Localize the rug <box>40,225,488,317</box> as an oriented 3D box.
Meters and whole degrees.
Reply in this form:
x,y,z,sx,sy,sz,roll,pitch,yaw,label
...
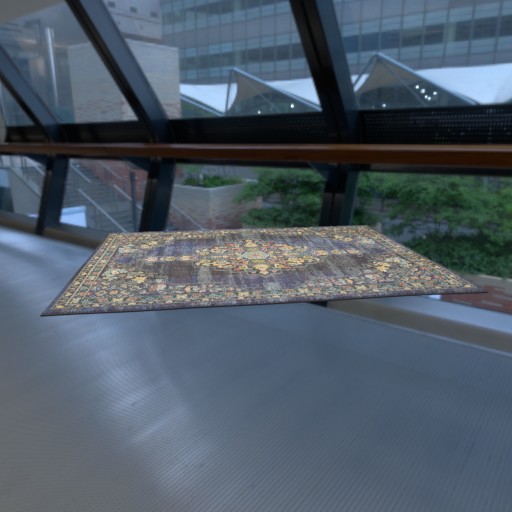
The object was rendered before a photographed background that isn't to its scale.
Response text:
x,y,z,sx,sy,sz,roll,pitch,yaw,label
0.000,0.000,4.809,3.612,0.035,2.716,-2,16,-8,rug
